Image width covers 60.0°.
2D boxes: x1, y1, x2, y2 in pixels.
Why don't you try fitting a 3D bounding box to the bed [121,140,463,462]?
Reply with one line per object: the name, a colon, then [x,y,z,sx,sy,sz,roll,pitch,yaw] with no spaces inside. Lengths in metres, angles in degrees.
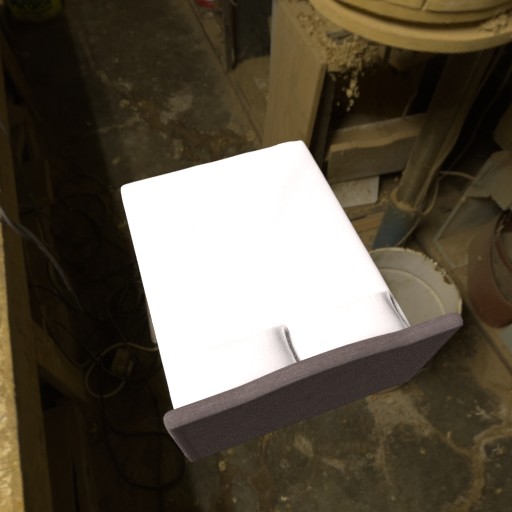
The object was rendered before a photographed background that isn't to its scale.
bed: [0.000,0.000,3.987,2.161,1.457,2.689,-17,59,-10]
